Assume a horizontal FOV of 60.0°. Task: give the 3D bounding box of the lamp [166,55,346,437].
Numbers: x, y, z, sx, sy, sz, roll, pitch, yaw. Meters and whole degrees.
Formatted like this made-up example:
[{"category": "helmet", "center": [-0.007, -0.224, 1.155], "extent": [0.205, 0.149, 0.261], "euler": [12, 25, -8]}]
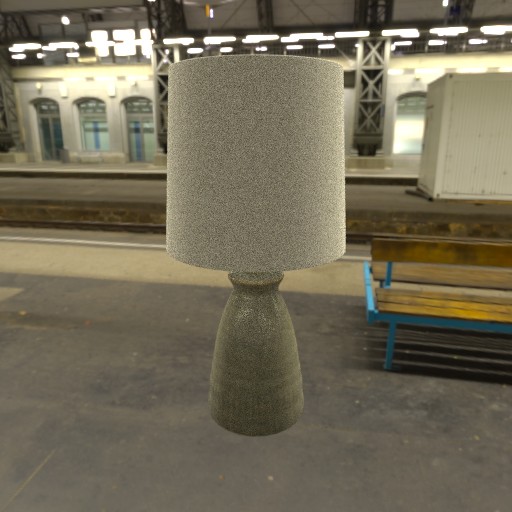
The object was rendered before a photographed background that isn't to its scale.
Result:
[{"category": "lamp", "center": [0.000, 0.000, 0.472], "extent": [0.186, 0.369, 0.186], "euler": [0, 15, 0]}]
